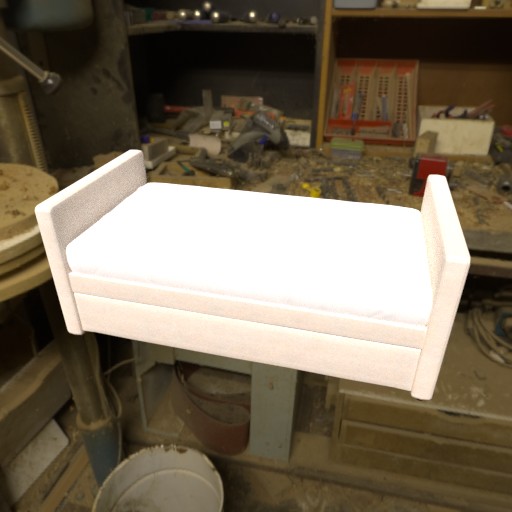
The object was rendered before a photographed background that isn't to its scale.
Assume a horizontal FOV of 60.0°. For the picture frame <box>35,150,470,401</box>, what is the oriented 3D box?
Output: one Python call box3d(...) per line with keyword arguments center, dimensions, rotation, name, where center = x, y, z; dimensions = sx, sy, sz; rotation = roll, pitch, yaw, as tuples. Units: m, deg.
box3d(center=(0.000, 0.000, 2.768), dimensions=(2.161, 0.891, 1.069), rotation=(7, 31, 12), name="picture frame")
